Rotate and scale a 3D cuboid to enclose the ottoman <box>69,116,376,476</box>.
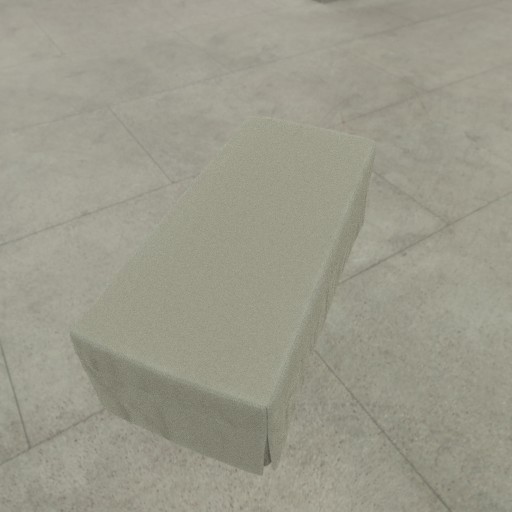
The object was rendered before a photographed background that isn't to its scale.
[{"bbox_3d":[0.000,0.000,1.745,0.665,0.457,1.388,16,48,15],"label":"ottoman"}]
